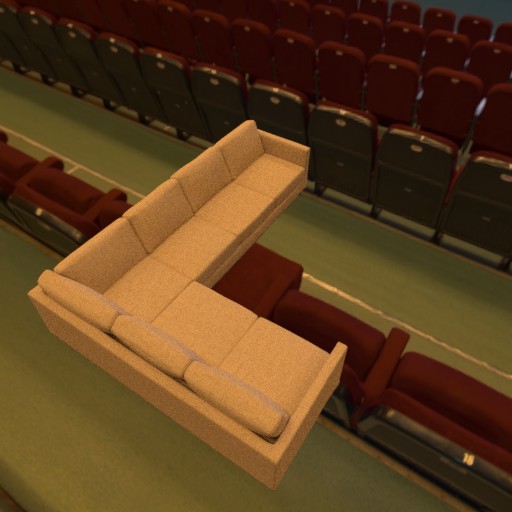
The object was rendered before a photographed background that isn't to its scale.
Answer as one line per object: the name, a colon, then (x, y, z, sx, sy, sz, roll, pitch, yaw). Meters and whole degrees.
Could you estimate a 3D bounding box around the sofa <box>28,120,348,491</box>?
sofa: (0.000, 0.000, 4.249, 2.432, 0.863, 3.182, 26, 52, 22)
